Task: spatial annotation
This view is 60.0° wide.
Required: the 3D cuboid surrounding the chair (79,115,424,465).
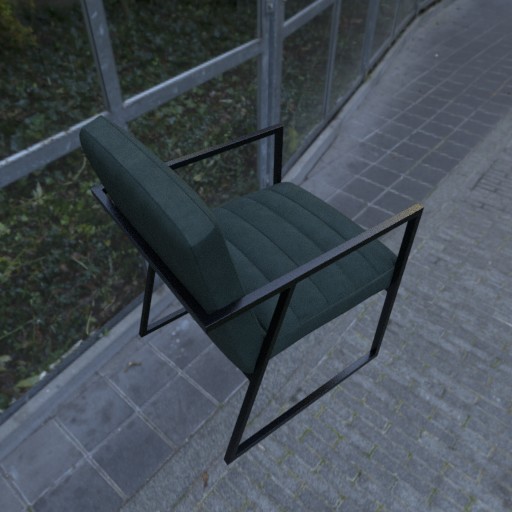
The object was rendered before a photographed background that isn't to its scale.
[{"bbox_3d":[0.000,0.000,1.263,0.677,0.833,0.571,-26,48,-26],"label":"chair"}]
